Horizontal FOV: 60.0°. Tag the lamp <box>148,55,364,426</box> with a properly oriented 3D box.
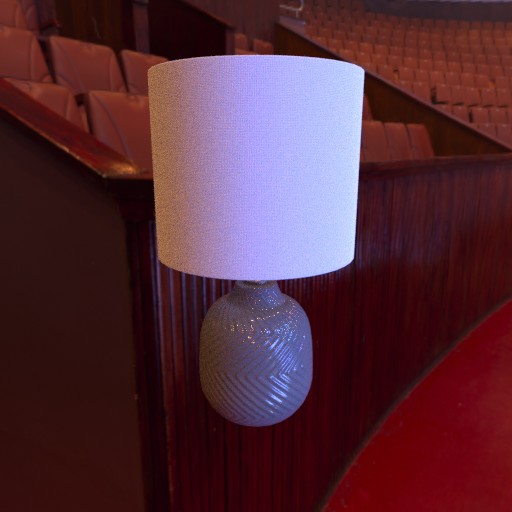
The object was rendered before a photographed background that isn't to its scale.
[{"bbox_3d":[0.000,0.000,0.479,0.207,0.366,0.207,7,16,26],"label":"lamp"}]
